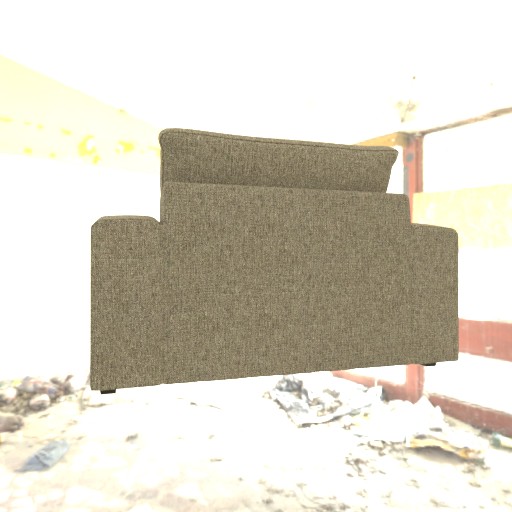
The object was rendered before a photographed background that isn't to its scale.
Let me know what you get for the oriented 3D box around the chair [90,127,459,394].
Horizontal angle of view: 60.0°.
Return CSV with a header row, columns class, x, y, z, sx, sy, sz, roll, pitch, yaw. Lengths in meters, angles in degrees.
class,x,y,z,sx,sy,sz,roll,pitch,yaw
chair,0.000,0.000,2.074,1.398,0.915,1.039,0,0,-17
